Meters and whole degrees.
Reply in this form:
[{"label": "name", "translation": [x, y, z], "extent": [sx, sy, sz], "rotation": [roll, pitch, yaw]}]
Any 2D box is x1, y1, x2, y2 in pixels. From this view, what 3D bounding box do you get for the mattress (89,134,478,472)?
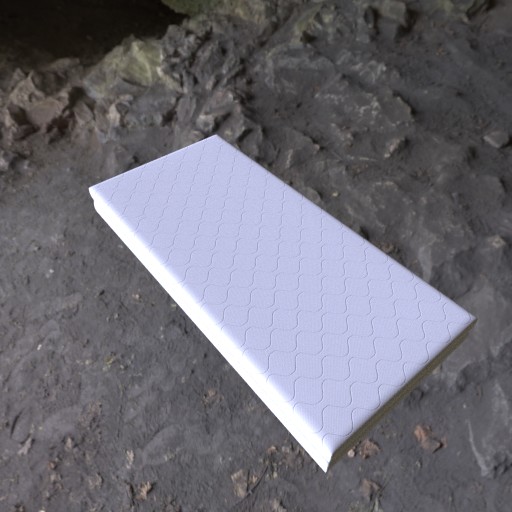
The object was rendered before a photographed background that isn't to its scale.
[{"label": "mattress", "translation": [0.000, 0.000, 2.254], "extent": [0.900, 0.200, 1.900], "rotation": [-31, 54, -26]}]
